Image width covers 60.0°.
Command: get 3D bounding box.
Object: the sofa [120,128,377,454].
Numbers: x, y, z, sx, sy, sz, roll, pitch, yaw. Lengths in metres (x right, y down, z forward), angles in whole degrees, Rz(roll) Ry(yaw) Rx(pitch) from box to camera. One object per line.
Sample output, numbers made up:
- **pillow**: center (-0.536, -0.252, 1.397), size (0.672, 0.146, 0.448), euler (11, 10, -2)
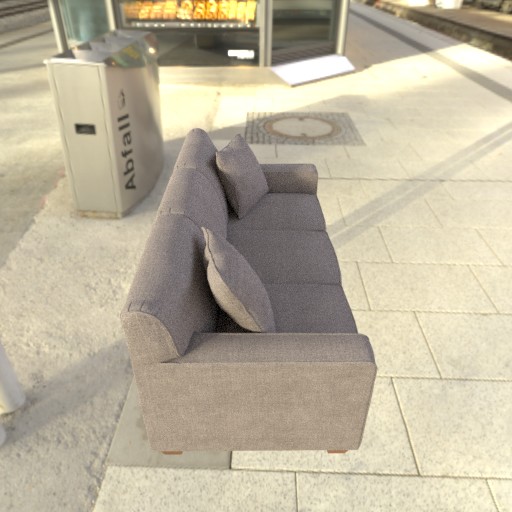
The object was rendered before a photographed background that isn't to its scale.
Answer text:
- **sofa**: center (0.000, 0.000, 2.615), size (0.997, 0.958, 2.024), euler (0, 34, 0)
